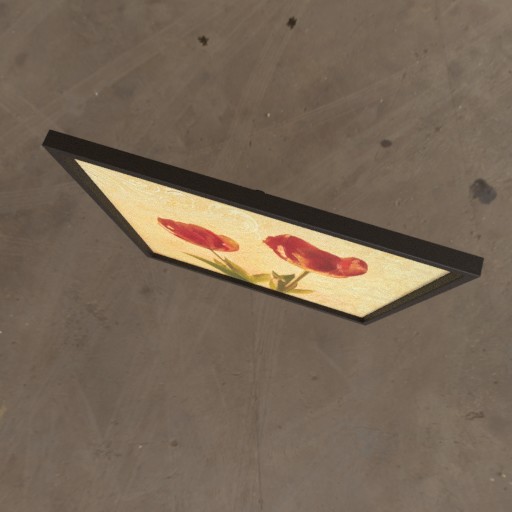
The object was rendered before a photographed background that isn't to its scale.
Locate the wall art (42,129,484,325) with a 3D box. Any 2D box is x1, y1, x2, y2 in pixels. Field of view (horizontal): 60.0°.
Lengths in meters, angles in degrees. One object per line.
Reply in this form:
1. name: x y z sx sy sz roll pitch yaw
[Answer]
1. wall art: 0.000 0.000 1.169 0.805 0.807 0.043 17 76 4
